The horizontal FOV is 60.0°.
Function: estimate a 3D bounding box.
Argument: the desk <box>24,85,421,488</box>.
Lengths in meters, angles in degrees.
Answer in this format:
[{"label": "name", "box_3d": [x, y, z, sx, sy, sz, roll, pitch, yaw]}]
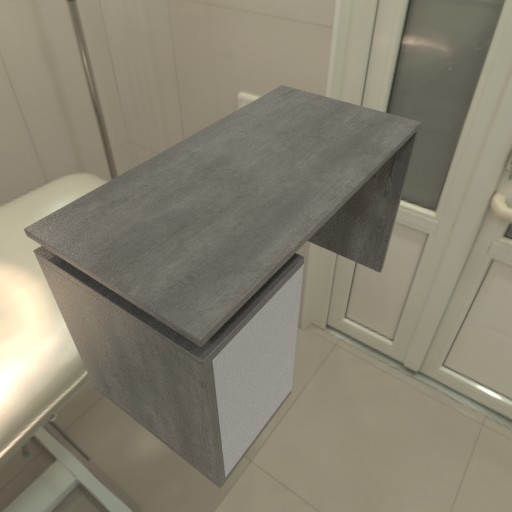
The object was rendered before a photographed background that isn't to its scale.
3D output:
[{"label": "desk", "box_3d": [0.000, 0.000, 1.611, 0.600, 0.740, 1.200, 26, 48, 26]}]
